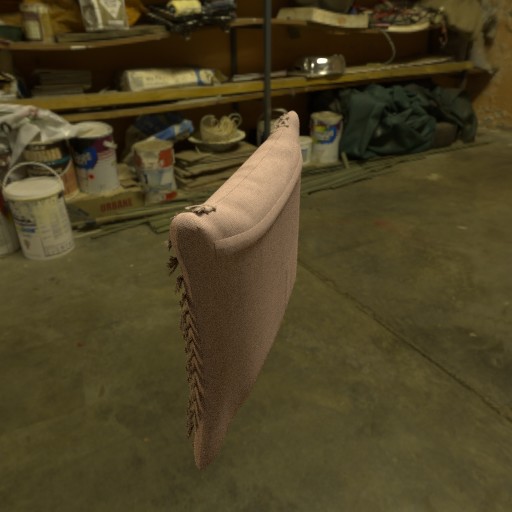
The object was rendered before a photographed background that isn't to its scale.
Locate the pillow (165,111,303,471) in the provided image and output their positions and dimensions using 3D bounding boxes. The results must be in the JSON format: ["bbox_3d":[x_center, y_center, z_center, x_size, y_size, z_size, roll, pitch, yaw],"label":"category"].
[{"bbox_3d":[0.000,0.000,0.601,0.084,0.305,0.466,7,30,13],"label":"pillow"}]
